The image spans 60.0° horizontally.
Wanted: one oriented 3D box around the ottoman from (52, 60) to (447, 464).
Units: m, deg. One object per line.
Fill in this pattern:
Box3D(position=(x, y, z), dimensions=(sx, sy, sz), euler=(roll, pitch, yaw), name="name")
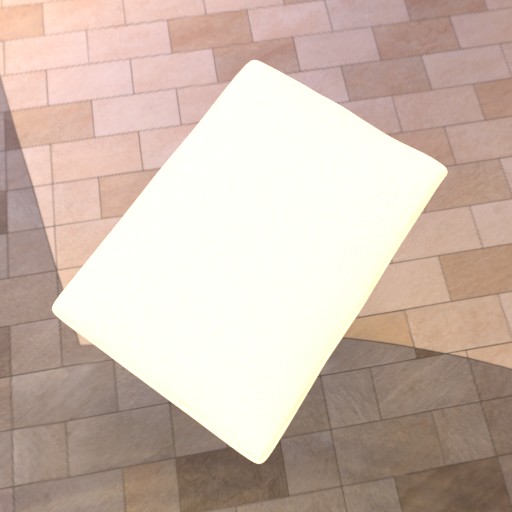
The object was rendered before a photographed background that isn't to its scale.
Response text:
Box3D(position=(0.000, 0.000, 1.329), dimensions=(0.703, 0.479, 0.944), euler=(33, 77, 8), name="ottoman")
